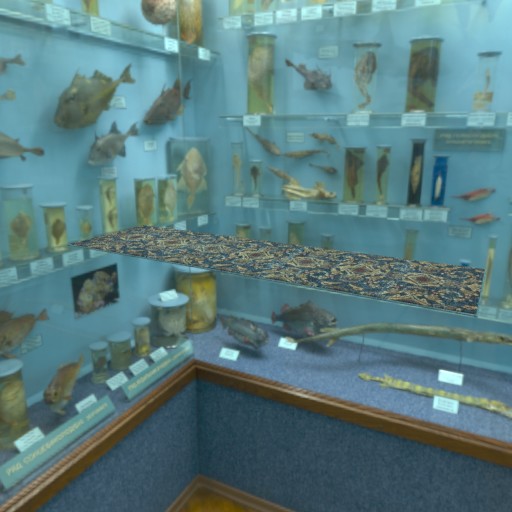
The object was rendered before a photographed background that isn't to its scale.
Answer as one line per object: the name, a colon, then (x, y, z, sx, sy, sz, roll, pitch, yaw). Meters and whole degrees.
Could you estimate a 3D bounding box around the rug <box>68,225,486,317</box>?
rug: (0.000, 0.000, 2.495, 2.292, 0.014, 0.685, 8, 18, 28)
